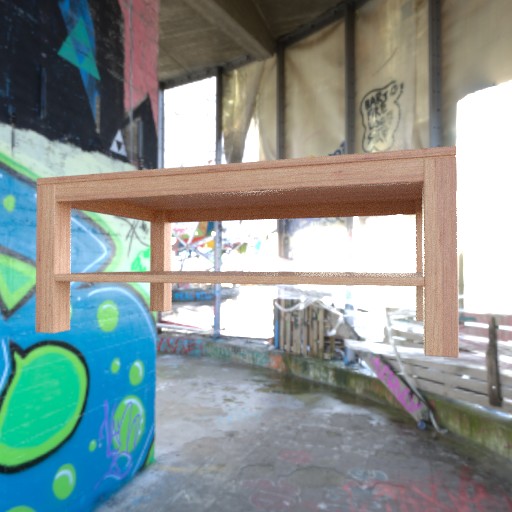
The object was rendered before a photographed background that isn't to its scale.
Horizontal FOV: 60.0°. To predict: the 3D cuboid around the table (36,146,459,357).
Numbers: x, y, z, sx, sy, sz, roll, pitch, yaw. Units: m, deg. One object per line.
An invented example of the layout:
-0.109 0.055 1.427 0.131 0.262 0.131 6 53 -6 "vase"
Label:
0.000 0.000 1.464 1.146 0.457 0.695 0 -1 18 "table"
